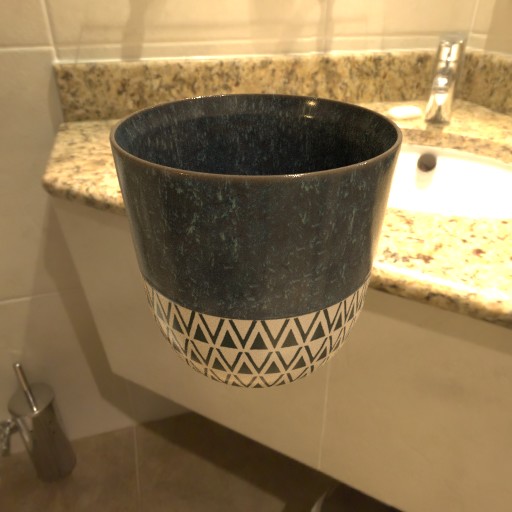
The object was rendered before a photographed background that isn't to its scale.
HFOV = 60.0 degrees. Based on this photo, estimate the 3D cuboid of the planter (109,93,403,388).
[{"bbox_3d":[0.000,0.000,0.361,0.195,0.214,0.195,0,32,0],"label":"planter"}]
